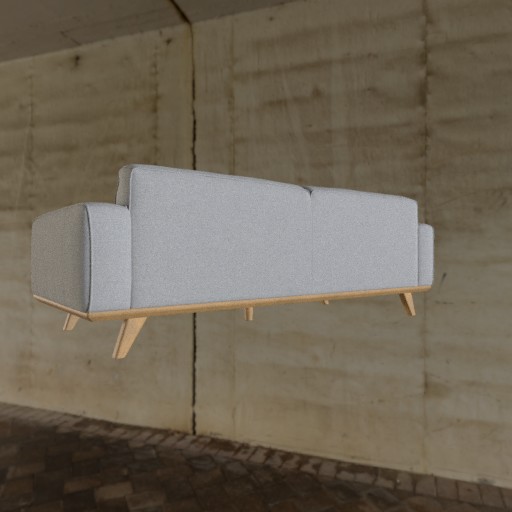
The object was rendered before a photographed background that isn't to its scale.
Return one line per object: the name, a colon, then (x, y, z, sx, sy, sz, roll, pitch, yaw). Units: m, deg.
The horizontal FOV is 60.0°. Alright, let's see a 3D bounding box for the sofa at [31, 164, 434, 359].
sofa: (0.000, 0.000, 2.621, 2.270, 0.781, 0.956, 0, 1, -37)
